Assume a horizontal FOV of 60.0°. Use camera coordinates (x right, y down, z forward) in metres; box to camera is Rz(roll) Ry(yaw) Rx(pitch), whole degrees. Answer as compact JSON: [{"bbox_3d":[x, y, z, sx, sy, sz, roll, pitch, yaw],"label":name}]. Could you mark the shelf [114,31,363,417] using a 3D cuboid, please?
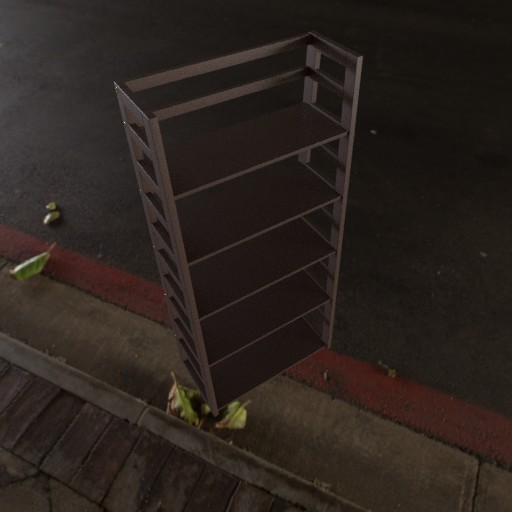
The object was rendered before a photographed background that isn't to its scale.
[{"bbox_3d":[0.000,0.000,1.939,0.763,1.600,0.403,-25,51,-22],"label":"shelf"}]
